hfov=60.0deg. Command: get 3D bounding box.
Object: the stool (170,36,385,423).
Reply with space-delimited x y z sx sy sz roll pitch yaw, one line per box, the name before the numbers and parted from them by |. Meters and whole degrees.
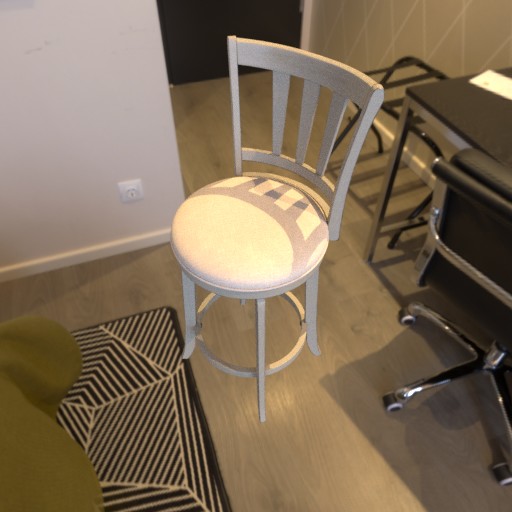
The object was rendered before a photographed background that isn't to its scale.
stool | 0.000 0.000 1.291 0.436 1.042 0.475 31 54 26
